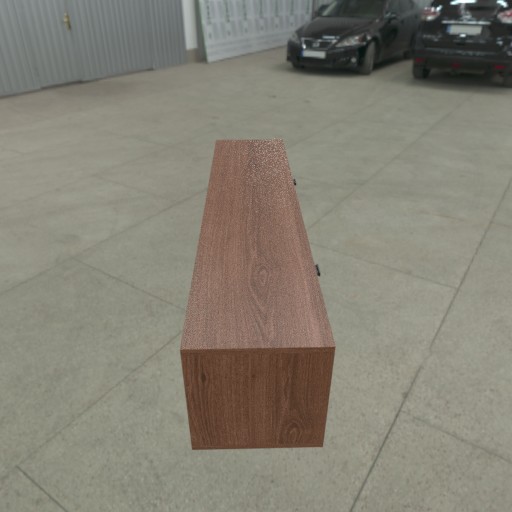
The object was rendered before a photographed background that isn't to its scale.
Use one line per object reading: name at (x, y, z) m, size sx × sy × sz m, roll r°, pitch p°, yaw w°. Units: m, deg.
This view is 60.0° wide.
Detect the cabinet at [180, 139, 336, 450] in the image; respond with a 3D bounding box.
cabinet at (0.000, 0.000, 1.881) m, size 0.400 × 0.500 × 1.650 m, roll -1°, pitch 32°, yaw -1°
